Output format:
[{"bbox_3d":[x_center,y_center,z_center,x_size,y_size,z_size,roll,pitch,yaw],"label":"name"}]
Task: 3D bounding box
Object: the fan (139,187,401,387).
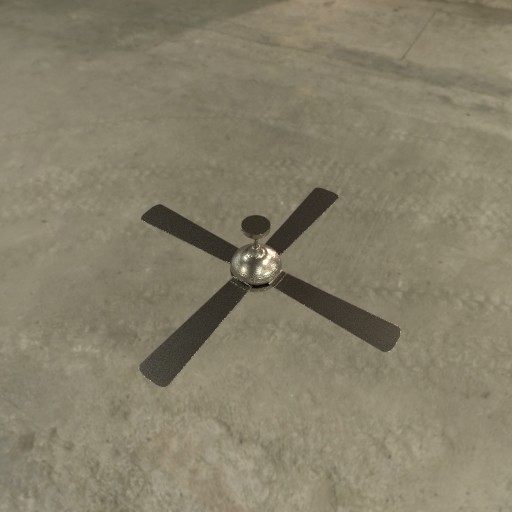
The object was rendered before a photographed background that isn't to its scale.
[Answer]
[{"bbox_3d":[0.000,0.000,1.990,1.321,0.381,1.321,-26,52,-23],"label":"fan"}]
